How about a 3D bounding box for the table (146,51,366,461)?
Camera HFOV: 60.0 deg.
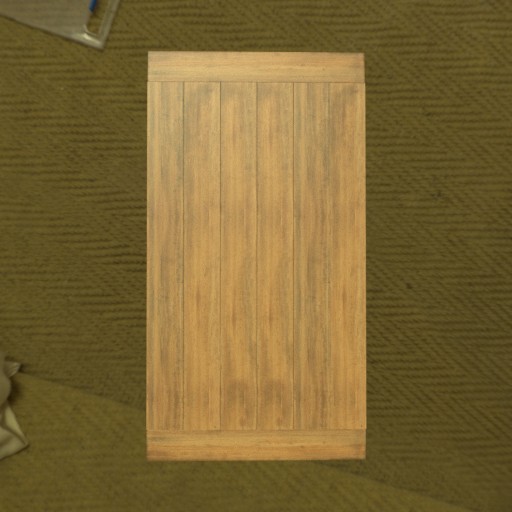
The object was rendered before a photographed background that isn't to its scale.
[{"bbox_3d":[0.000,0.000,1.620,0.693,0.494,1.270,0,89,-1],"label":"table"}]
